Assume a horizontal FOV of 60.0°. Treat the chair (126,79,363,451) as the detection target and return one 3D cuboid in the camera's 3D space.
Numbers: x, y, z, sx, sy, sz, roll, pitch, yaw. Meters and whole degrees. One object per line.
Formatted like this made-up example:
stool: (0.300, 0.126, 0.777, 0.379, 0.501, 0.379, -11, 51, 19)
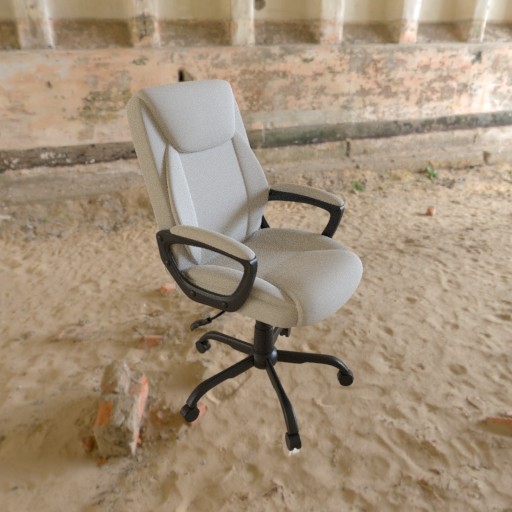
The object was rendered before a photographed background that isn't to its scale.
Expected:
chair: (0.000, 0.000, 1.486, 0.669, 1.065, 0.663, 19, 32, 33)
